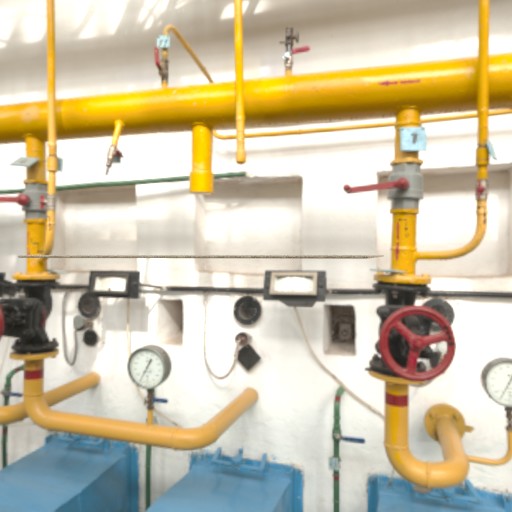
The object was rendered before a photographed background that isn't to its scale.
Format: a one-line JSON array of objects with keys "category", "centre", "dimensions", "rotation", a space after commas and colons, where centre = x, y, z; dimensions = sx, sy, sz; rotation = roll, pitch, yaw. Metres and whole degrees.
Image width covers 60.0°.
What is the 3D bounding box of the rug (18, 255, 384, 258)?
[{"category": "rug", "centre": [0.000, 0.000, 2.272], "dimensions": [1.219, 0.010, 1.829], "rotation": [0, 0, 17]}]
